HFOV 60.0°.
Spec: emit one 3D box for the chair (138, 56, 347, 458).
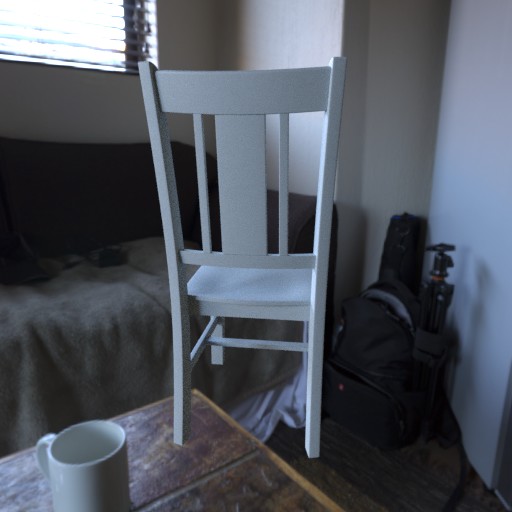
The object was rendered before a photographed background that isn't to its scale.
[{"bbox_3d":[0.000,0.000,1.310,0.450,0.998,0.555,2,15,8],"label":"chair"}]
